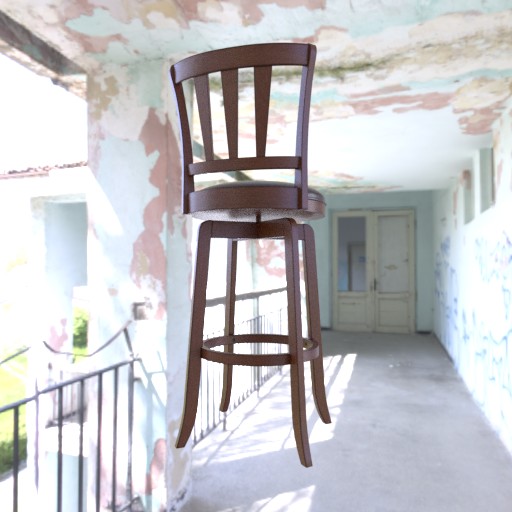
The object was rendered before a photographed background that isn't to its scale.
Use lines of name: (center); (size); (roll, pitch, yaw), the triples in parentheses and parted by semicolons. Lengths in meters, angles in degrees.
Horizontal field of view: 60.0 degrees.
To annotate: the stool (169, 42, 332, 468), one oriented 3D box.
stool: (0.000, 0.000, 1.450); (0.464, 1.177, 0.503); (0, -1, 18)
